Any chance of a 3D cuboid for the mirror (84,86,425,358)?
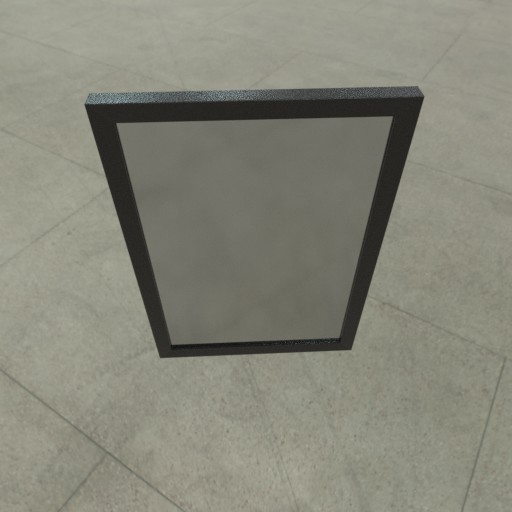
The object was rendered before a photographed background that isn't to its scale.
[{"bbox_3d":[0.000,0.000,0.929,0.507,0.710,0.040,-2,46,-2],"label":"mirror"}]
